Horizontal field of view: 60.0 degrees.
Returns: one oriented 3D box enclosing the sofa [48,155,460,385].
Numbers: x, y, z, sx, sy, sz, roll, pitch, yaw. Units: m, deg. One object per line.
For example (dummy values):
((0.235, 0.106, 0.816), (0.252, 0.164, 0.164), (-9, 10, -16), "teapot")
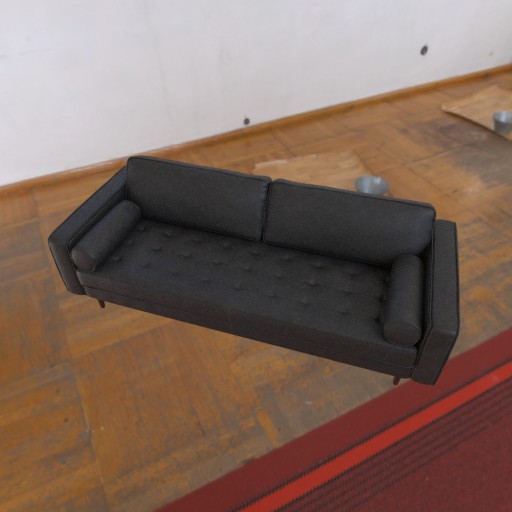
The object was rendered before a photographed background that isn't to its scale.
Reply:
((0.000, 0.000, 2.636), (2.210, 0.762, 0.914), (12, 42, 13), "sofa")
